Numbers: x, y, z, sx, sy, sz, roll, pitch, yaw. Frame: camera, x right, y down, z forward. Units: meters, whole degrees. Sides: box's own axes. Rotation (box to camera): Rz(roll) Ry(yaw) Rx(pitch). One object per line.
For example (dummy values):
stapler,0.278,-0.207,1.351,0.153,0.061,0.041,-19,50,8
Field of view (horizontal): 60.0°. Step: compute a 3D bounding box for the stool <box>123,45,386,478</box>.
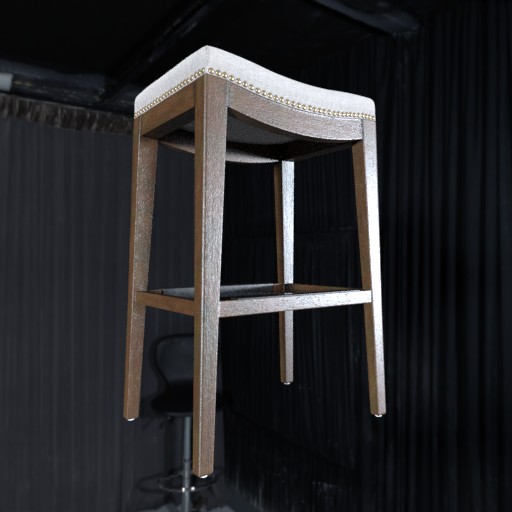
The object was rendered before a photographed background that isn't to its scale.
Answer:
stool,0.000,0.000,1.045,0.508,0.762,0.356,0,0,-37
